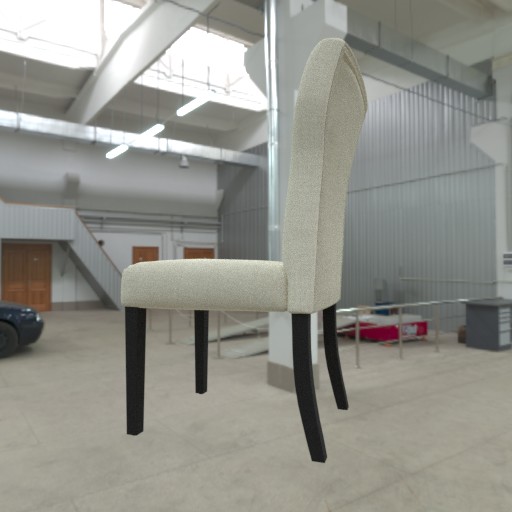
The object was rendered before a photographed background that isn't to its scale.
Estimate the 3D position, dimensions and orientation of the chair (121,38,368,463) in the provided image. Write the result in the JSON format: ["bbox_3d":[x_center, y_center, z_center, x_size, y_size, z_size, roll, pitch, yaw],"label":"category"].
[{"bbox_3d":[0.000,0.000,1.242,0.597,0.921,0.509,0,-1,19],"label":"chair"}]
